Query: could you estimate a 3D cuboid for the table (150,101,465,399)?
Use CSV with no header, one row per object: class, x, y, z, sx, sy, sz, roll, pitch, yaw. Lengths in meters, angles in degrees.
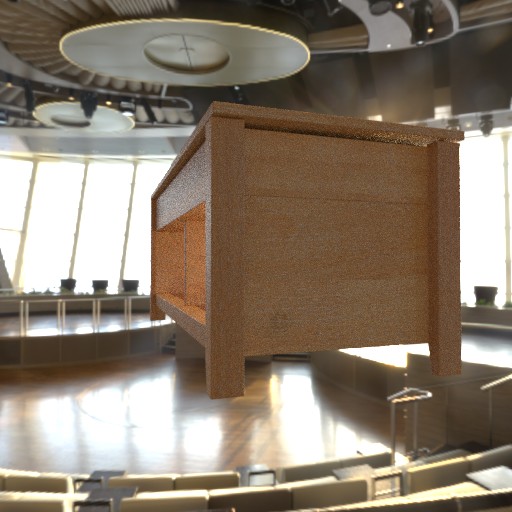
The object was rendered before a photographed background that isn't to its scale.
table,0.000,0.000,1.231,0.483,0.457,1.016,0,-1,-19
